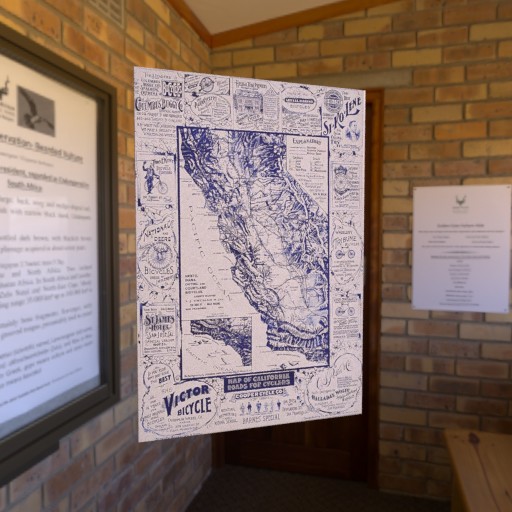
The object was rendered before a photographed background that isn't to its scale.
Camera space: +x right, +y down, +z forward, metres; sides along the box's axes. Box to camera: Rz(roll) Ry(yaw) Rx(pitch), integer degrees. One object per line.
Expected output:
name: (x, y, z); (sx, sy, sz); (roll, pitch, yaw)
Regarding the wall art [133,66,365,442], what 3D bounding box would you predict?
wall art: (0.000, 0.000, 0.977); (0.511, 0.753, 0.039); (-1, 3, -17)
